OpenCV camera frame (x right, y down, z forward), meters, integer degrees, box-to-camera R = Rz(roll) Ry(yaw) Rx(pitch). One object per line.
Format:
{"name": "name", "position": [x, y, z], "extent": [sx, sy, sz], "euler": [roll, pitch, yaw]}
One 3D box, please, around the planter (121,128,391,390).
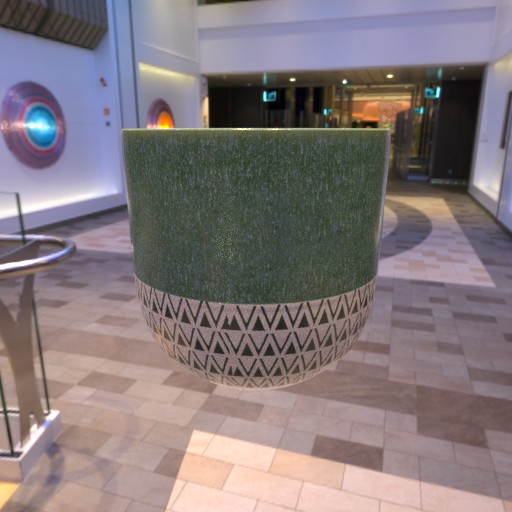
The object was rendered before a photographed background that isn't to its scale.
{"name": "planter", "position": [0.000, 0.000, 0.490], "extent": [0.266, 0.270, 0.266], "euler": [0, 16, 0]}
